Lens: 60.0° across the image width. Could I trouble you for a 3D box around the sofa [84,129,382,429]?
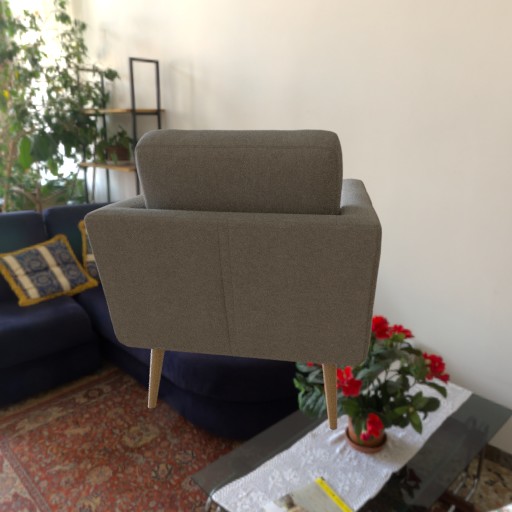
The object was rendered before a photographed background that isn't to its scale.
[{"bbox_3d":[0.000,0.000,1.554,0.770,0.860,0.920,3,17,10],"label":"sofa"}]
